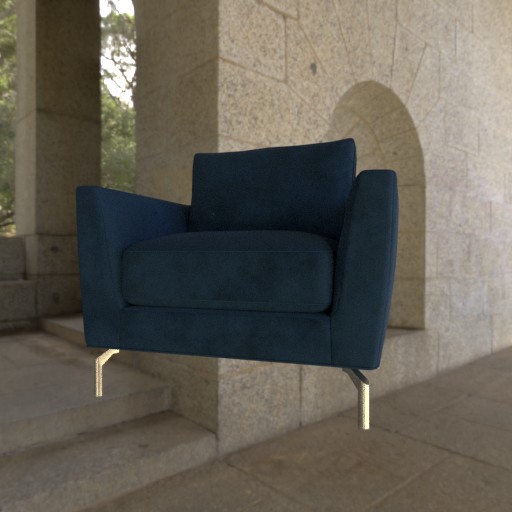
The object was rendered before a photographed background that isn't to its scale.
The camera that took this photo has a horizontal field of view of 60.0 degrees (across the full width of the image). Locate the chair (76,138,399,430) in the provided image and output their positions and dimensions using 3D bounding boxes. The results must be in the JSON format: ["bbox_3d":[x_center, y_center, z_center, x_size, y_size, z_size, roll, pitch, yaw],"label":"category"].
[{"bbox_3d":[0.000,0.000,1.598,0.977,0.893,0.746,0,0,18],"label":"chair"}]
